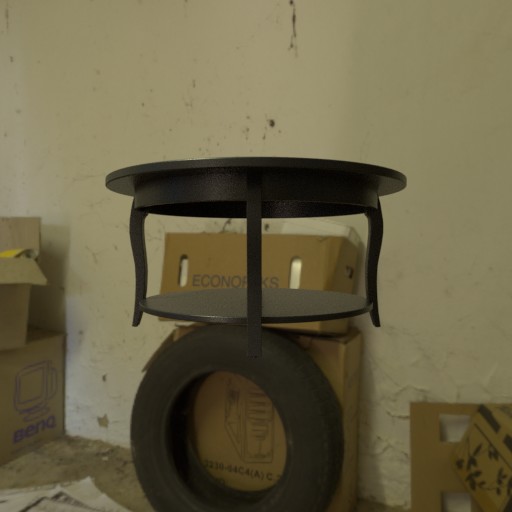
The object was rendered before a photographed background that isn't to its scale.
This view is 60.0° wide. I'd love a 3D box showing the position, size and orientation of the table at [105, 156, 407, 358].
[{"bbox_3d":[0.000,0.000,1.426,0.914,0.457,0.914,0,1,0],"label":"table"}]
